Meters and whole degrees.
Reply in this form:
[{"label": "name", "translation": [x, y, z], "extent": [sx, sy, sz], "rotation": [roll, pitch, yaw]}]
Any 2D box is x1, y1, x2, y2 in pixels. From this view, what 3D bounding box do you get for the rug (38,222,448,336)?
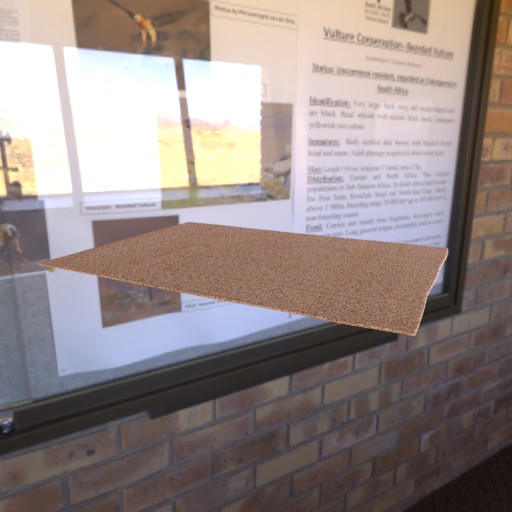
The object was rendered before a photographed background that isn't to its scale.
[{"label": "rug", "translation": [0.000, 0.000, 2.785], "extent": [2.141, 0.013, 1.566], "rotation": [7, 16, 26]}]
